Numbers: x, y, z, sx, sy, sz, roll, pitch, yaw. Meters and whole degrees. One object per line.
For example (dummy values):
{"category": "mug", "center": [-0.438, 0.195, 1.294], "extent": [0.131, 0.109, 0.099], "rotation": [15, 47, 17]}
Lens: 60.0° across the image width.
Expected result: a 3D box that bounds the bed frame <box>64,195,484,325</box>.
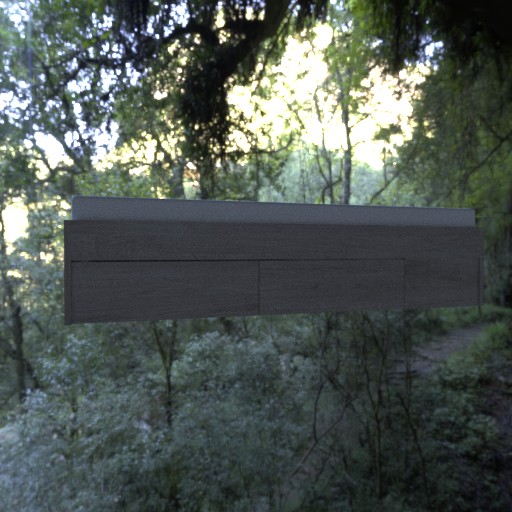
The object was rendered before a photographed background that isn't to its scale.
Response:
{"category": "bed frame", "center": [0.000, 0.000, 2.627], "extent": [1.944, 0.490, 1.448], "rotation": [0, 1, -17]}
